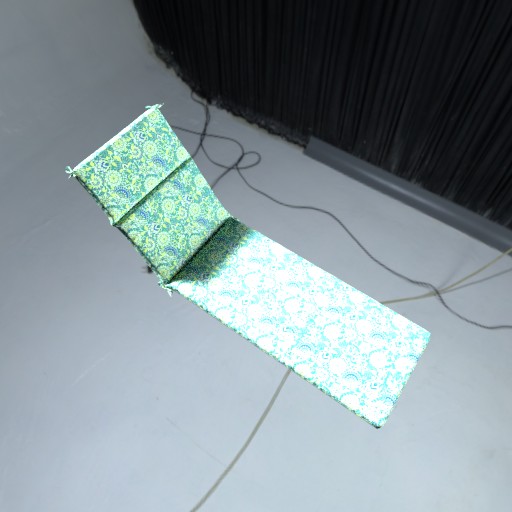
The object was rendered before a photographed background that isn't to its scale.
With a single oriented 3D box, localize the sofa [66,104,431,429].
[{"bbox_3d":[0.000,0.000,2.006,1.663,0.622,0.582,31,63,18],"label":"sofa"}]
